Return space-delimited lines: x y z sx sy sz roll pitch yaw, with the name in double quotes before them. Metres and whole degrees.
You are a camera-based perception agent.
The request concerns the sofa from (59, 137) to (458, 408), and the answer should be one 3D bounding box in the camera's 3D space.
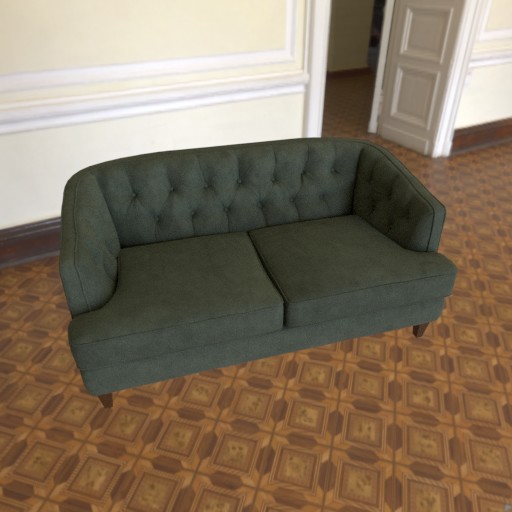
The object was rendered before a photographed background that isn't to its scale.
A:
"sofa" 0.000 0.000 2.221 1.733 0.855 0.941 -9 34 -14
